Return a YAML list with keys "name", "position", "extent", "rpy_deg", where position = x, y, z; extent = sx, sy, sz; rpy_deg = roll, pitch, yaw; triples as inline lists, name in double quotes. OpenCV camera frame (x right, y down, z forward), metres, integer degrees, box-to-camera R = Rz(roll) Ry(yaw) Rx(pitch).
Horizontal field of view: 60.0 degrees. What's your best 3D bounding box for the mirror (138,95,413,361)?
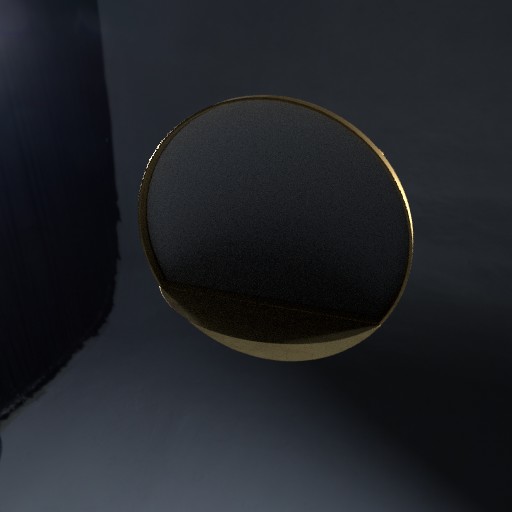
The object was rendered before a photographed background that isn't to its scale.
- name: "mirror"
  position: [0.000, 0.000, 0.686]
  extent: [0.457, 0.457, 0.133]
  rpy_deg: [8, 28, 16]
